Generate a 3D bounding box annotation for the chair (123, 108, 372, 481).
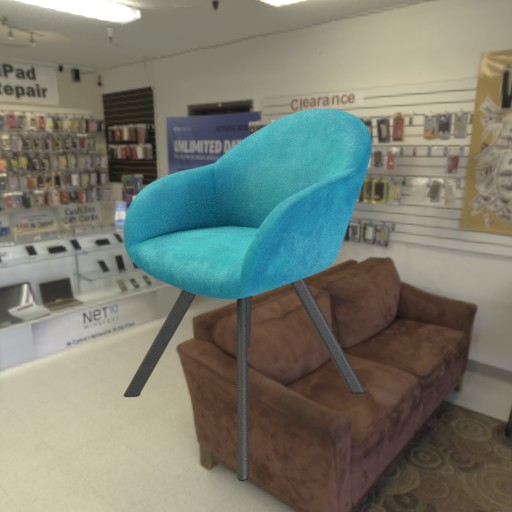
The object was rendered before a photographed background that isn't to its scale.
[{"bbox_3d":[0.000,0.000,1.209,0.550,0.795,0.590,13,19,42],"label":"chair"}]
